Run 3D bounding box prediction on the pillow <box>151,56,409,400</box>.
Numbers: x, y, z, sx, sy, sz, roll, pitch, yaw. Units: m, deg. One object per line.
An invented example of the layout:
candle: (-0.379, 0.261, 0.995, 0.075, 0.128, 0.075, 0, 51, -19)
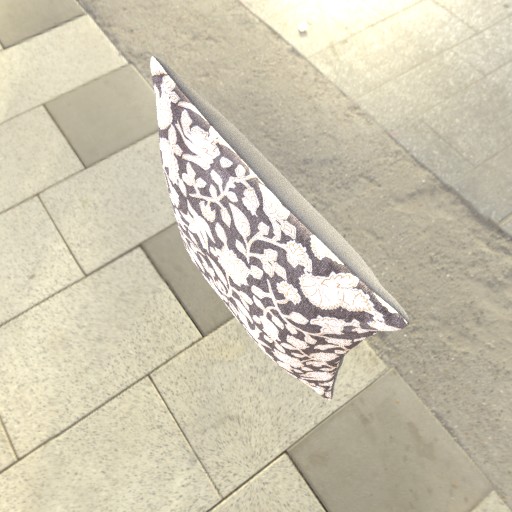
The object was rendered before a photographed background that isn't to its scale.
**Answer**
pillow: (0.000, 0.000, 0.793, 0.166, 0.507, 0.526, -35, 69, -16)
